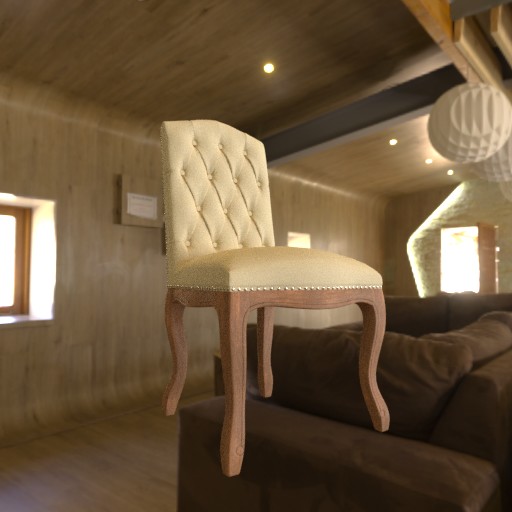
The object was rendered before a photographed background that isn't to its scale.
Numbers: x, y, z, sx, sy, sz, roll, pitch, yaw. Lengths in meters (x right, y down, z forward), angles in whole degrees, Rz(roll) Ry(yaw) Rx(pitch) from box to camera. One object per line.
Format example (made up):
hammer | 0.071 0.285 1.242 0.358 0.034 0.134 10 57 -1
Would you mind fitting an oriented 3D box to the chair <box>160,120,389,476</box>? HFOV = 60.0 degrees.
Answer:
chair | 0.000 0.000 1.592 0.623 1.165 0.715 2 -4 -34
